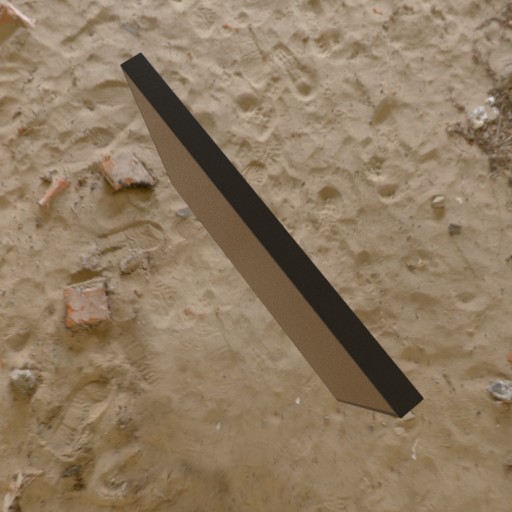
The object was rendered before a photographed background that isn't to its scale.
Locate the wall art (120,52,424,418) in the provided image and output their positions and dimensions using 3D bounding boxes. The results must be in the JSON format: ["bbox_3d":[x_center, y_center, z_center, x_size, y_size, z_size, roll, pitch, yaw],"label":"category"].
[{"bbox_3d":[0.000,0.000,1.208,0.058,0.640,0.939,-36,78,-9],"label":"wall art"}]
